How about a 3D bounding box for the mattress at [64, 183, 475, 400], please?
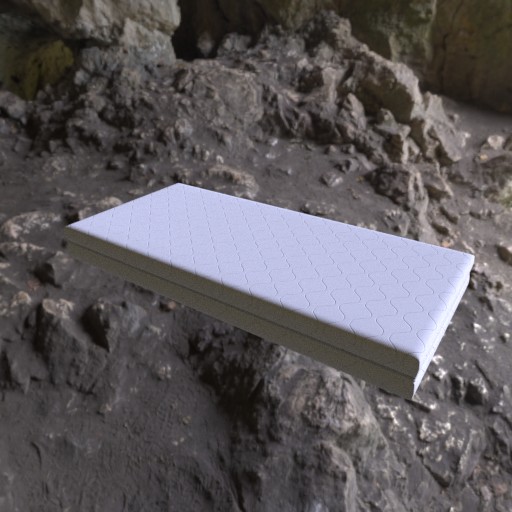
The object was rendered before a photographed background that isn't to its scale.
[{"bbox_3d":[0.000,0.000,2.275,1.900,0.200,0.900,18,33,30],"label":"mattress"}]
